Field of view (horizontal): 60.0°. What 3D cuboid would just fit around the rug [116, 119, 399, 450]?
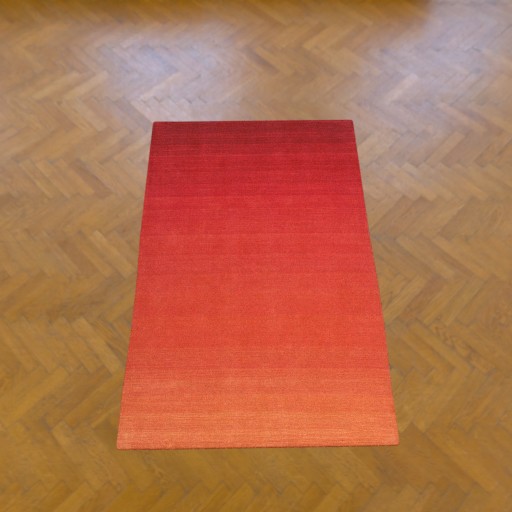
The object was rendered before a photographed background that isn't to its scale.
[{"bbox_3d":[0.000,0.000,2.305,1.230,0.018,1.835,-1,64,0],"label":"rug"}]
